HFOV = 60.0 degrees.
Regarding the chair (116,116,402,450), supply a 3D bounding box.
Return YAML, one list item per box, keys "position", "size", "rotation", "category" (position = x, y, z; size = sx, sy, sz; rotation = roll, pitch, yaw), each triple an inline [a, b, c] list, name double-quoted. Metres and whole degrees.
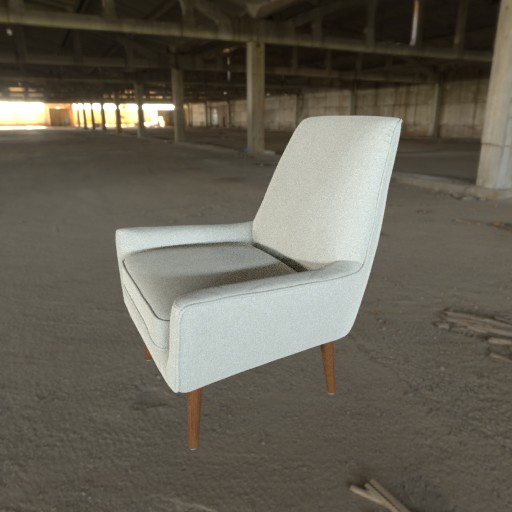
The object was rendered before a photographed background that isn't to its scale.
- position: [0.000, 0.000, 1.472]
  size: [0.822, 0.888, 0.787]
  rotation: [-8, 19, -25]
  category: "chair"
